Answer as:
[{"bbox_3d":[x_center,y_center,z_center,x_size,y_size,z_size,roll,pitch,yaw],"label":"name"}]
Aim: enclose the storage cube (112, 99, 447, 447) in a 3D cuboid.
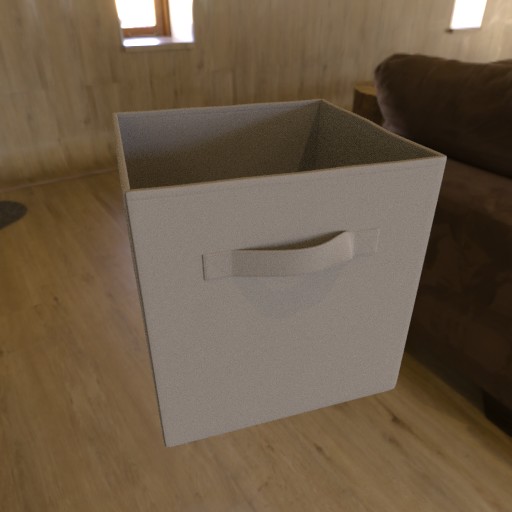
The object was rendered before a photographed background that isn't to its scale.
[{"bbox_3d":[0.000,0.000,0.505,0.270,0.280,0.270,-9,32,-15],"label":"storage cube"}]
